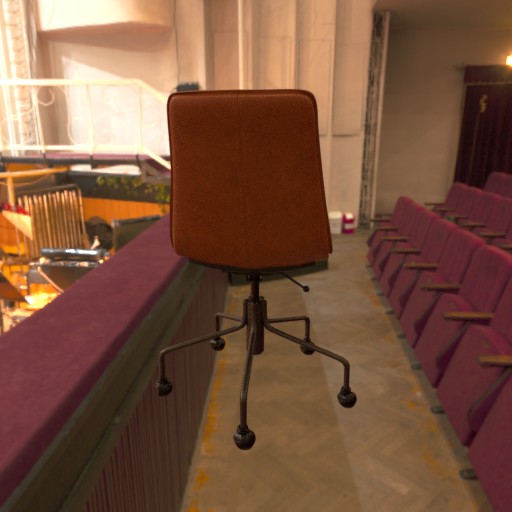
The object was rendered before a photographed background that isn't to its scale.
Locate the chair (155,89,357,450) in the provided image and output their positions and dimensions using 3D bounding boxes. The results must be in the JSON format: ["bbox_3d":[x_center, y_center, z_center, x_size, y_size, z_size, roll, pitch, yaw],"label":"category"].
[{"bbox_3d":[0.000,0.000,1.379,0.651,0.920,0.660,2,15,6],"label":"chair"}]
